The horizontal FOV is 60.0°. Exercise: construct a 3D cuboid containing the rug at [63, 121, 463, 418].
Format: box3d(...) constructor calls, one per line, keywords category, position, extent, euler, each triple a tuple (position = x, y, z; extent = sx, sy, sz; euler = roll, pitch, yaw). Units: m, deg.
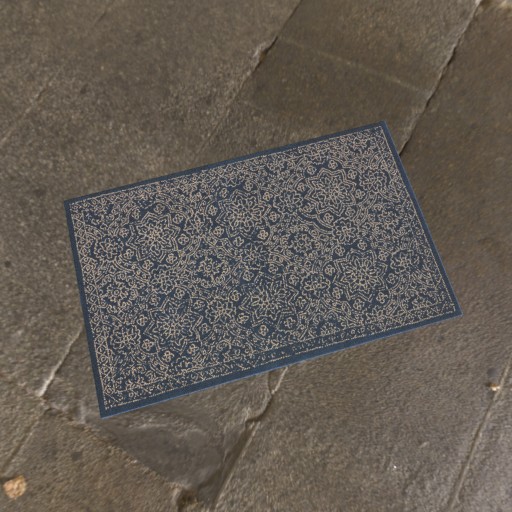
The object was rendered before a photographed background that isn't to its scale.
box3d(category="rug", position=(0.000, 0.000, 3.065), extent=(2.441, 0.015, 1.526), euler=(-15, 75, -4))
